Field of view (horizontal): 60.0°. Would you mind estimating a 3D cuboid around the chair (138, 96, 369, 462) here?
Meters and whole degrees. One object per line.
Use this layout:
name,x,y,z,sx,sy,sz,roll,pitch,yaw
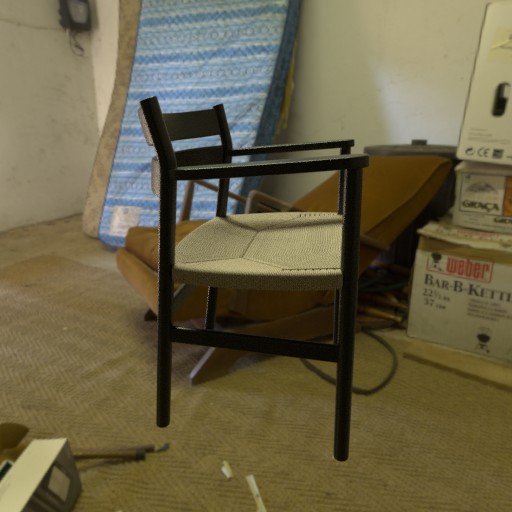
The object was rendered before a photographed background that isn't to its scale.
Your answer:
chair,0.000,0.000,1.168,0.508,0.775,0.630,3,18,9
